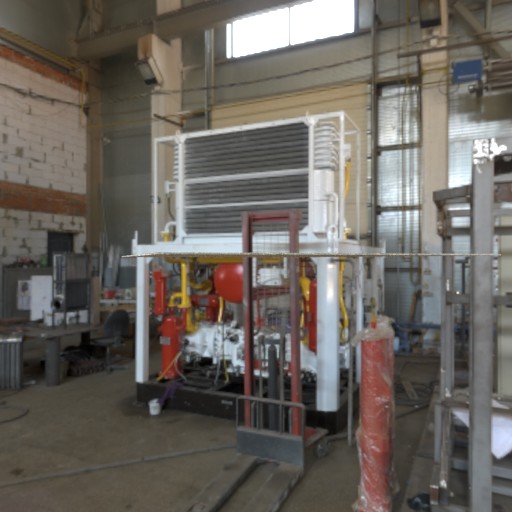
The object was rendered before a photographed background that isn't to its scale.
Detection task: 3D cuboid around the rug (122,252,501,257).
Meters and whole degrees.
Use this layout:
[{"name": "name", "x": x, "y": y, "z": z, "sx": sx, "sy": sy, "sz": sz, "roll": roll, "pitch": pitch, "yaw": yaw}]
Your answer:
[{"name": "rug", "x": 0.000, "y": 0.000, "z": 2.808, "sx": 1.521, "sy": 0.006, "sz": 2.283, "roll": 0, "pitch": 0, "yaw": -20}]
